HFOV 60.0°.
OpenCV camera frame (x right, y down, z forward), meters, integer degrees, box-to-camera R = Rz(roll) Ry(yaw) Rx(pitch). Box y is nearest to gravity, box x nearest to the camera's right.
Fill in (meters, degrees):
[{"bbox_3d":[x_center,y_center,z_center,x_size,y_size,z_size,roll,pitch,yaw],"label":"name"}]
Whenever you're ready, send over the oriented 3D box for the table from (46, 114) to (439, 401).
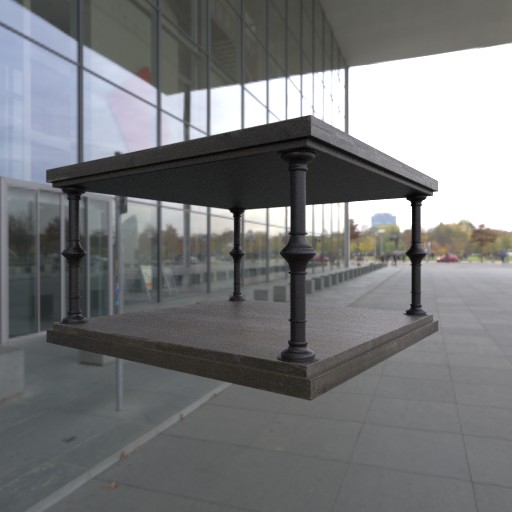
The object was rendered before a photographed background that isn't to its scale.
[{"bbox_3d":[0.000,0.000,1.104,0.696,0.400,0.696,0,0,36],"label":"table"}]
